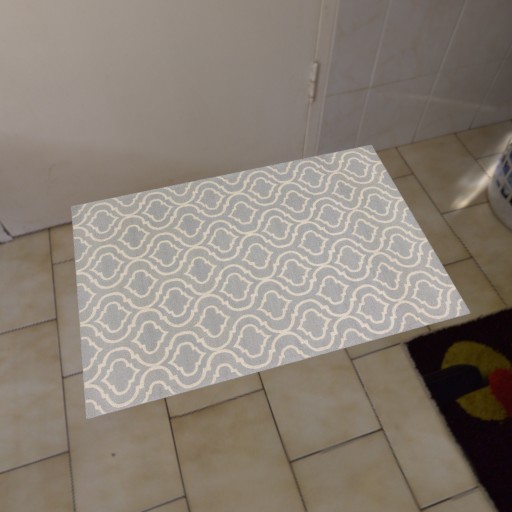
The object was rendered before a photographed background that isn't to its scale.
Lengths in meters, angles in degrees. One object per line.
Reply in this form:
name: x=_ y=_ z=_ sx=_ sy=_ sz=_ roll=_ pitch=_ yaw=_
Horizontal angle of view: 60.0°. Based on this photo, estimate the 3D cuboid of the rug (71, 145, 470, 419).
rug: x=0.000 y=0.000 z=2.222 sx=1.749 sy=0.015 sz=1.141 roll=-13 pitch=58 yaw=-8
